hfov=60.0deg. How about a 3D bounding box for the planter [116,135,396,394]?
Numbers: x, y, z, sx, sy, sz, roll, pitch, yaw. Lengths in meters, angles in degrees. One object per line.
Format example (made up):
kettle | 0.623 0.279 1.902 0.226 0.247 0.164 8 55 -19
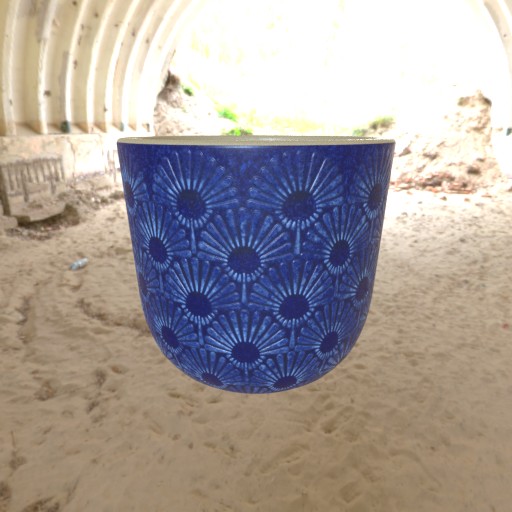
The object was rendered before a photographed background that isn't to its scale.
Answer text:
planter | 0.000 0.000 0.367 0.206 0.190 0.206 0 16 0
